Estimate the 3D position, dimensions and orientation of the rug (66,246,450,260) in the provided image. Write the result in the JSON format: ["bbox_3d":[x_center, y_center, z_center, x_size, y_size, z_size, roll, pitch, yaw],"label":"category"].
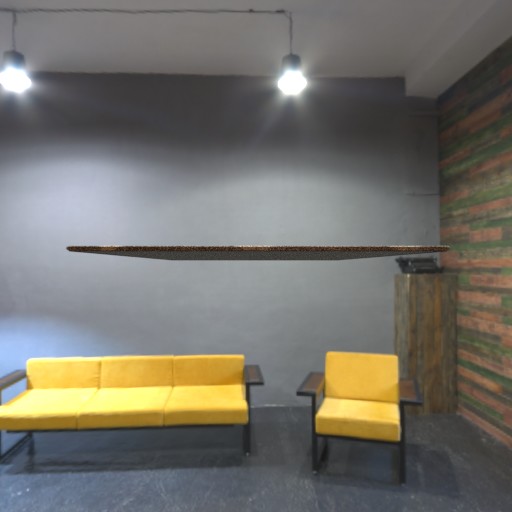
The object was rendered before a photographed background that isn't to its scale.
[{"bbox_3d":[0.000,0.000,3.404,1.801,0.026,2.701,0,-1,0],"label":"rug"}]
